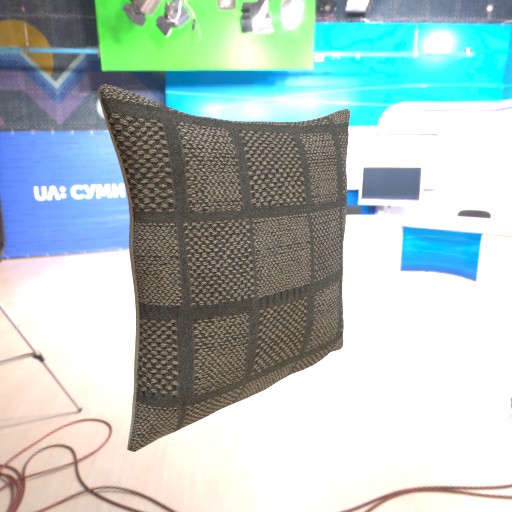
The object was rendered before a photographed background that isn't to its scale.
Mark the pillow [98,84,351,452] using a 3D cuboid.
[{"bbox_3d":[0.000,0.000,0.643,0.435,0.432,0.138,-13,19,-42],"label":"pillow"}]
